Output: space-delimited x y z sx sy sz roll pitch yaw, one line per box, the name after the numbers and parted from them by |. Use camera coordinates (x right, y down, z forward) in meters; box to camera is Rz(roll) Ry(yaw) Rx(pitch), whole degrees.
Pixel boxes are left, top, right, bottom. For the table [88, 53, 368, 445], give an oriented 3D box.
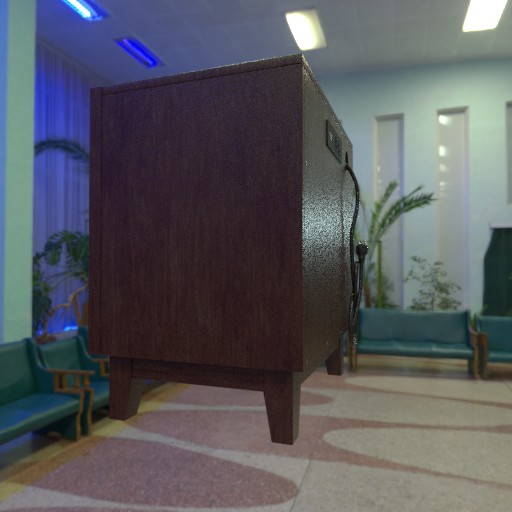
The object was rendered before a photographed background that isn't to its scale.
0.000 0.000 0.994 0.449 0.609 0.557 0 -1 20 | table
